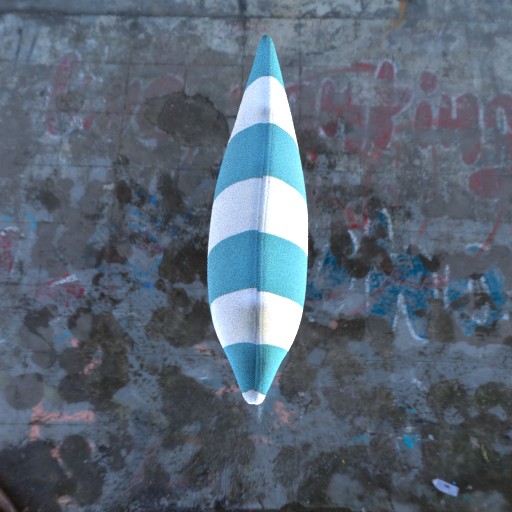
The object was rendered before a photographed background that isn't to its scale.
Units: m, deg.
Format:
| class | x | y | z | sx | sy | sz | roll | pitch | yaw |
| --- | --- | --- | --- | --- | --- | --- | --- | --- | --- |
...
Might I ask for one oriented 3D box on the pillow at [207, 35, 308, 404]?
| class | x | y | z | sx | sy | sz | roll | pitch | yaw |
| --- | --- | --- | --- | --- | --- | --- | --- | --- | --- |
| pillow | 0.000 | 0.000 | 0.834 | 0.189 | 0.526 | 0.536 | 1 | 75 | 0 |
